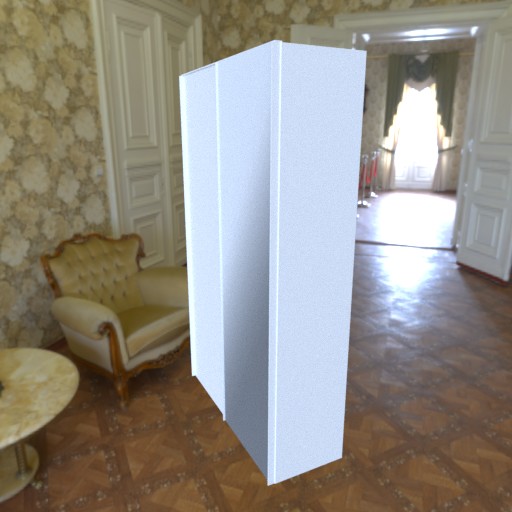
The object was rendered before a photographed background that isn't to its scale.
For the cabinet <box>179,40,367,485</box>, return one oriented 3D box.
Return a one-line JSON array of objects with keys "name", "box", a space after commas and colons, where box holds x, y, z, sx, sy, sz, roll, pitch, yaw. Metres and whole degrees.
[{"name": "cabinet", "box": [0.000, 0.000, 2.698, 0.480, 2.160, 1.250, -8, 17, -26]}]
